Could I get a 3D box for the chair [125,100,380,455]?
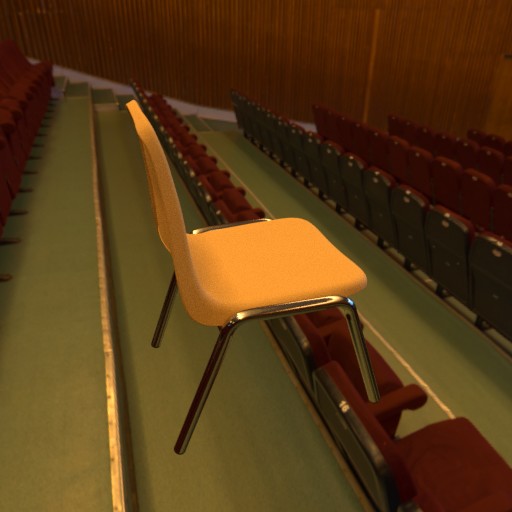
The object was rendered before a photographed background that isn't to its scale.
[{"bbox_3d":[0.000,0.000,0.854,0.423,0.586,0.354,-10,31,-17],"label":"chair"}]
